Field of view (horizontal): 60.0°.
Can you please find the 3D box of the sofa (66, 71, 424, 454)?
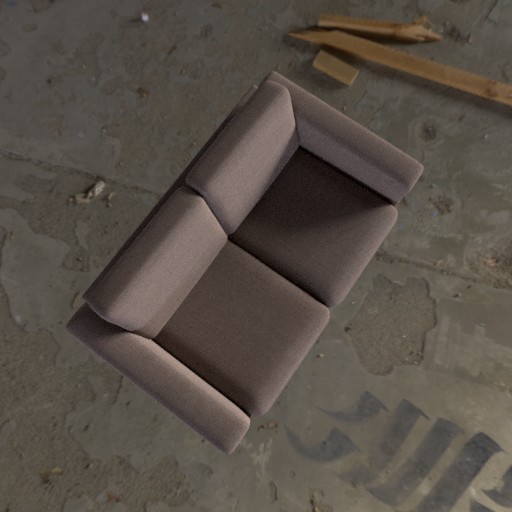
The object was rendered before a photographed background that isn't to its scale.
[{"bbox_3d":[0.000,0.000,2.086,0.900,0.800,1.520,35,80,7],"label":"sofa"}]
